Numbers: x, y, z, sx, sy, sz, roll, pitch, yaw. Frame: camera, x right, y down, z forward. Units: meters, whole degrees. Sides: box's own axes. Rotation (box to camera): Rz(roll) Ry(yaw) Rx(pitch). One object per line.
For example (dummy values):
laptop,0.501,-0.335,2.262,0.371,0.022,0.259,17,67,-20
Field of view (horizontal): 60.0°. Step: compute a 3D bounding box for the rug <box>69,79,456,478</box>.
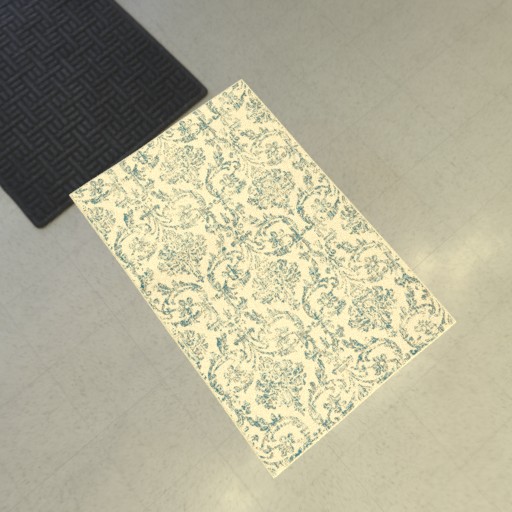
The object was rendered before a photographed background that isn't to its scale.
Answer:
rug,0.000,0.000,3.569,1.819,0.018,2.746,-37,79,-9
